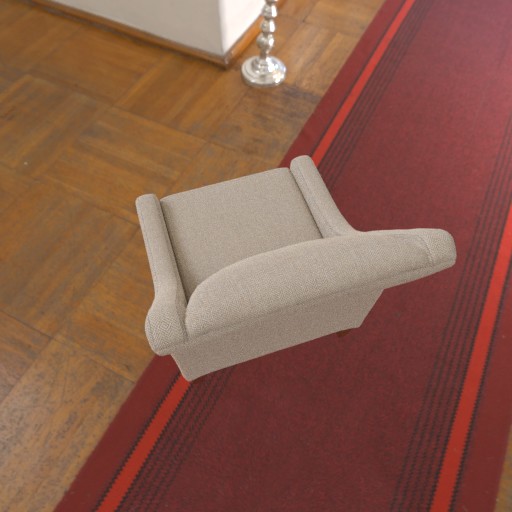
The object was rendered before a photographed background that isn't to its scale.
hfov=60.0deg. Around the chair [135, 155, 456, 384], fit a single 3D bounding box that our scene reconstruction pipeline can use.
[{"bbox_3d":[0.000,0.000,1.619,0.774,1.014,0.870,-16,60,-9],"label":"chair"}]
